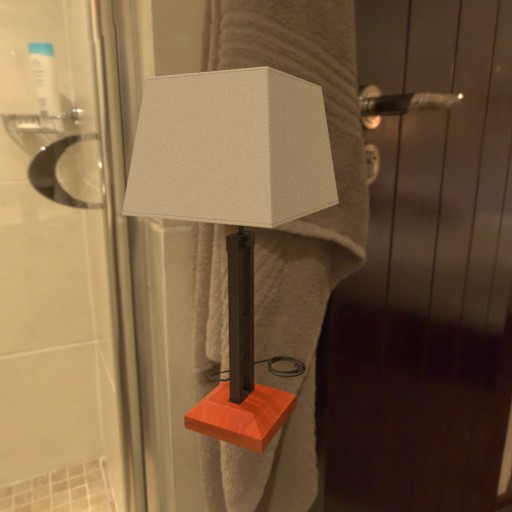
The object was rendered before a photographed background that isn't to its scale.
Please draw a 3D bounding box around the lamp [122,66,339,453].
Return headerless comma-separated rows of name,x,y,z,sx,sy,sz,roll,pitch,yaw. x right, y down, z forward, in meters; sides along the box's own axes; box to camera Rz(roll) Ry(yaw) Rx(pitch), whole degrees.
lamp,0.000,0.000,0.998,0.310,0.737,0.498,7,15,26
